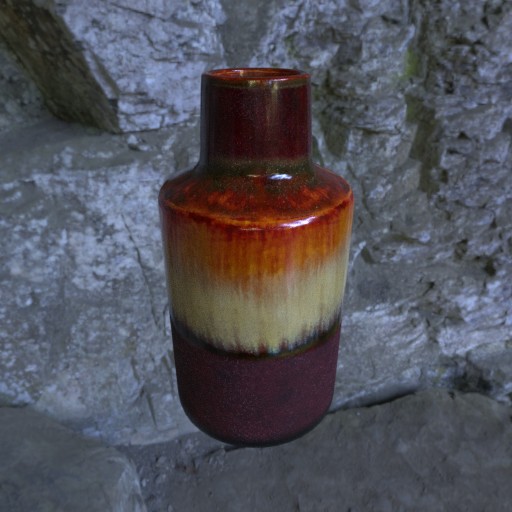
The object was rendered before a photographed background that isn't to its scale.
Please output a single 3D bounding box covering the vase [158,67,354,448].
[{"bbox_3d":[0.000,0.000,0.264,0.108,0.204,0.108,0,28,0],"label":"vase"}]
